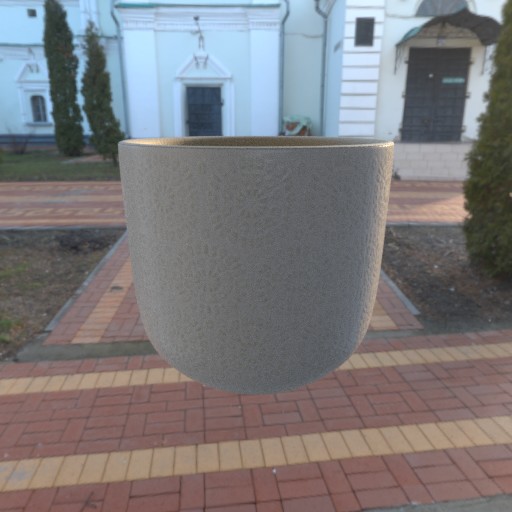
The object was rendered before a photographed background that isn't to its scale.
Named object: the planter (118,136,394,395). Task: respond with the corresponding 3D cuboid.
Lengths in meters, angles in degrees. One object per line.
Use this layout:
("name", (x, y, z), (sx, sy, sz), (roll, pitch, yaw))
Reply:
("planter", (0.000, 0.000, 0.375), (0.208, 0.190, 0.208), (0, 17, 0))
